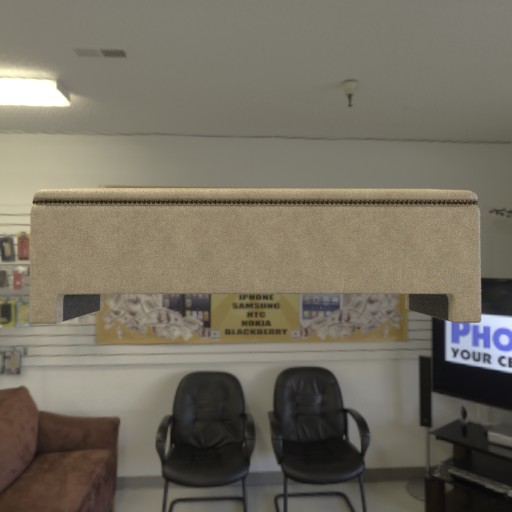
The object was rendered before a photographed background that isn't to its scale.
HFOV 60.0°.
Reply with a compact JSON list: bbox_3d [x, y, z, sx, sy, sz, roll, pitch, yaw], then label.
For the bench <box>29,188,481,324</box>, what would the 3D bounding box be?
[{"bbox_3d":[0.000,0.000,1.664,1.482,0.447,0.470,0,-1,-1],"label":"bench"}]
